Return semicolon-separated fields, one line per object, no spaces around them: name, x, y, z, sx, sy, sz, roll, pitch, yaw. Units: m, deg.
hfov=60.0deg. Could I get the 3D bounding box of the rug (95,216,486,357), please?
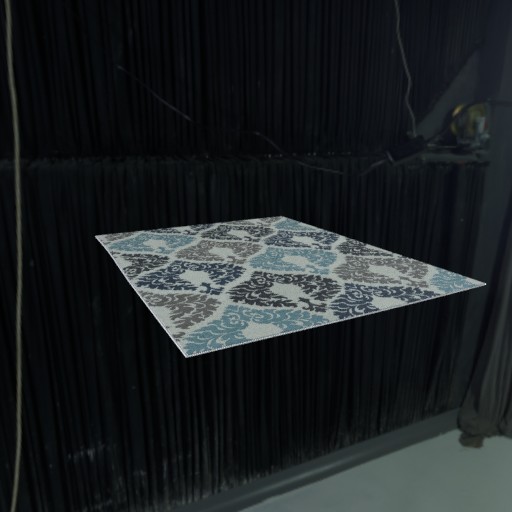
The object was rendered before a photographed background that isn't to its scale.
rug;0.000;0.000;4.148;2.423;0.014;3.040;-8;18;-27
